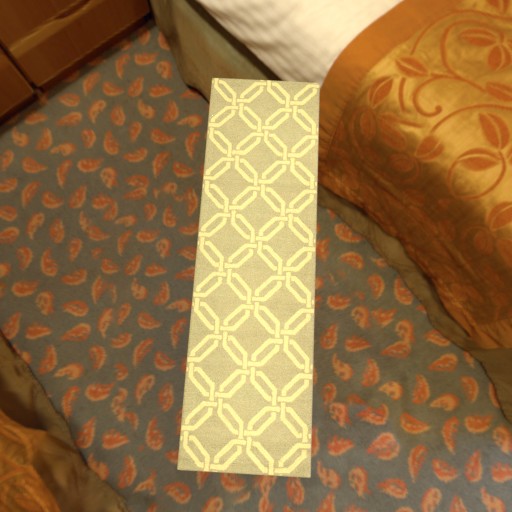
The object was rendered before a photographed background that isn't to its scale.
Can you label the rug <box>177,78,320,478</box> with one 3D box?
[{"bbox_3d":[0.000,0.000,2.515,0.678,0.014,2.276,3,76,1],"label":"rug"}]
